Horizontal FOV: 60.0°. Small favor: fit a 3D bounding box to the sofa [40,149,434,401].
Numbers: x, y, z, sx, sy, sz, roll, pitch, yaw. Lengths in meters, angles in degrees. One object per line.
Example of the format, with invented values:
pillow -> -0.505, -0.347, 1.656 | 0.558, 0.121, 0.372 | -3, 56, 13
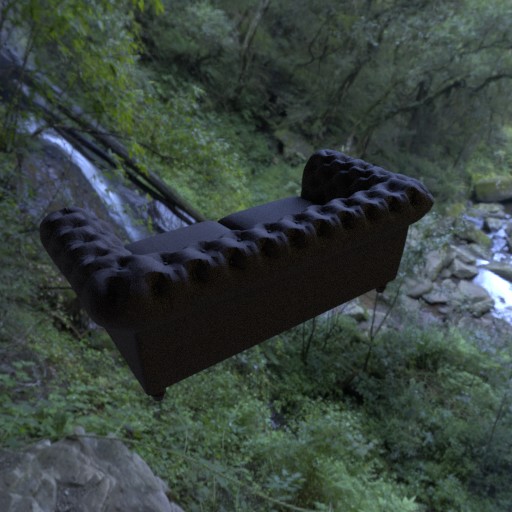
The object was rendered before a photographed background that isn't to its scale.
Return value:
sofa -> 0.000, 0.000, 2.546 | 2.048, 0.780, 0.944 | -19, 35, -30
